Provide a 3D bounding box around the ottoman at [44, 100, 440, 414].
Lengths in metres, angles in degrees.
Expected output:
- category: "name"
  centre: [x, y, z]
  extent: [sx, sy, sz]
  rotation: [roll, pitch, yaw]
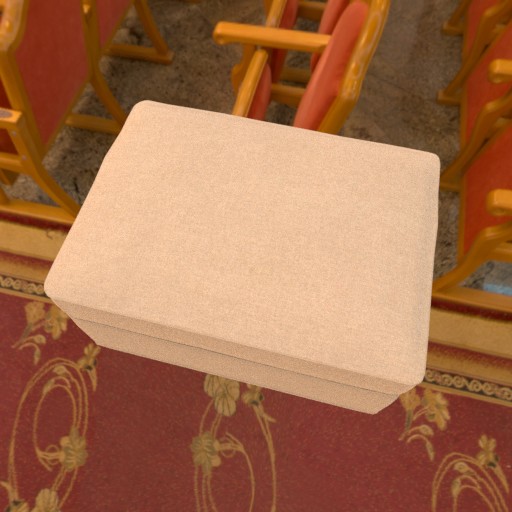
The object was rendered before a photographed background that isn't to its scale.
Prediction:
- category: "ottoman"
  centre: [0.000, 0.000, 1.235]
  extent: [0.846, 0.503, 0.617]
  rotation: [12, 63, 6]
